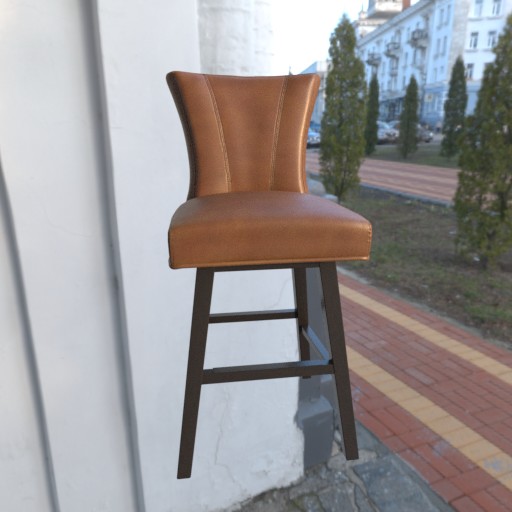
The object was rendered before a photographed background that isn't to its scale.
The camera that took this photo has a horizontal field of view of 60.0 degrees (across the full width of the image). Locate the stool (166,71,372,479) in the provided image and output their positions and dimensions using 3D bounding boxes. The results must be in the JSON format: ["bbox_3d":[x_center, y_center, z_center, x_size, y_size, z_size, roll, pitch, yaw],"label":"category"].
[{"bbox_3d":[0.000,0.000,1.363,0.522,1.094,0.585,-2,17,-8],"label":"stool"}]
